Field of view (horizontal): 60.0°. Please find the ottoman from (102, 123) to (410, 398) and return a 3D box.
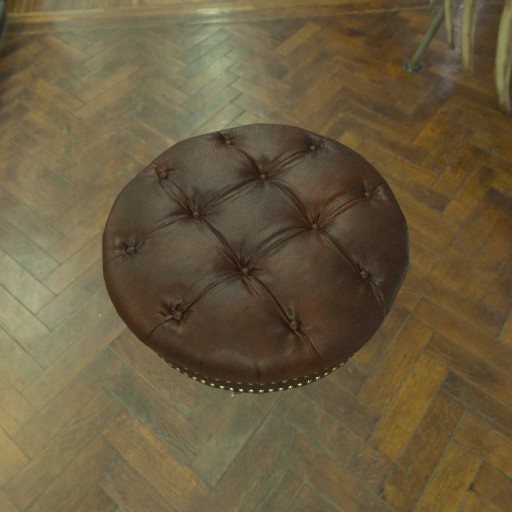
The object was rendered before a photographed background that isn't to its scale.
[{"bbox_3d":[0.000,0.000,1.418,0.901,0.455,0.901,0,56,0],"label":"ottoman"}]
